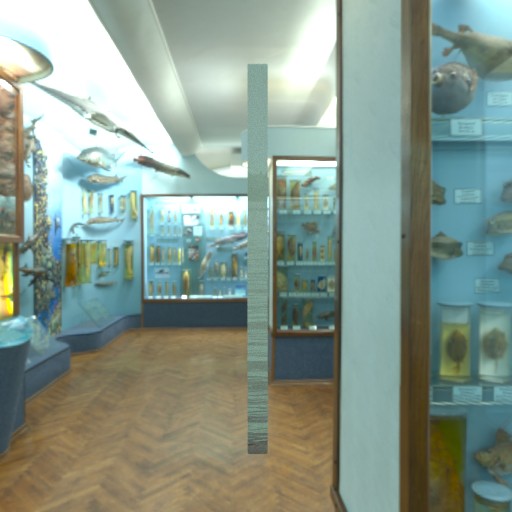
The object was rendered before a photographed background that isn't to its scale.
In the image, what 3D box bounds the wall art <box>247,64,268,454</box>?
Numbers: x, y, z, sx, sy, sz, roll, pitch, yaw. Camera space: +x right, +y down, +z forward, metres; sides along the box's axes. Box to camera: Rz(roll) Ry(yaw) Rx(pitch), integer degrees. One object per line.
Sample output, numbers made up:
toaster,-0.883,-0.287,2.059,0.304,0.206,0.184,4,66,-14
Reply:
wall art,0.000,0.000,1.440,0.040,0.765,1.149,0,1,0
